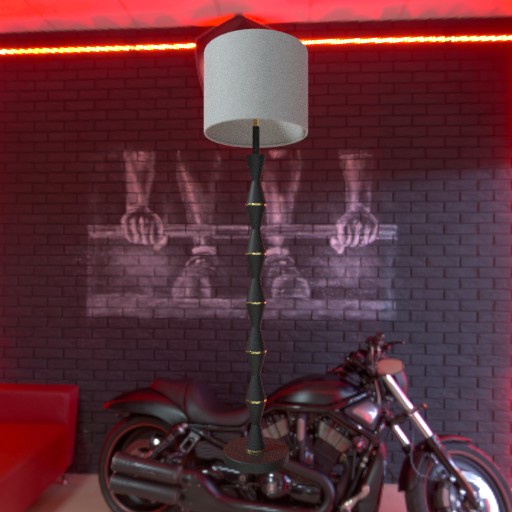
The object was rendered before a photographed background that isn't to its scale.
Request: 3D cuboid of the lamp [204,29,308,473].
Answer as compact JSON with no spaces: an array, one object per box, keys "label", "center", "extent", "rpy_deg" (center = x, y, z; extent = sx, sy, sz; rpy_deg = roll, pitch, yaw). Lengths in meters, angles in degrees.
[{"label":"lamp","center":[0.000,0.000,1.630],"extent":[0.381,1.480,0.381],"rpy_deg":[0,0,36]}]
